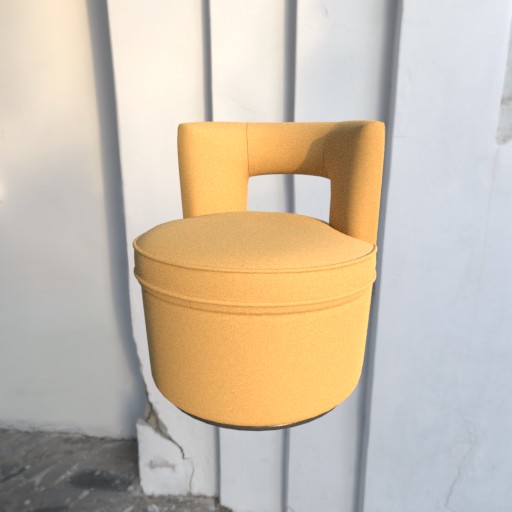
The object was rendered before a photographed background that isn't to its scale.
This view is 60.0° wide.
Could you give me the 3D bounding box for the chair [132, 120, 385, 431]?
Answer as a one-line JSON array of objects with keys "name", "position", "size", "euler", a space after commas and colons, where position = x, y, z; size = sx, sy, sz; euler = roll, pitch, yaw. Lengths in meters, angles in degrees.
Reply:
[{"name": "chair", "position": [0.000, 0.000, 1.228], "size": [0.650, 0.723, 0.665], "euler": [7, 17, 25]}]
